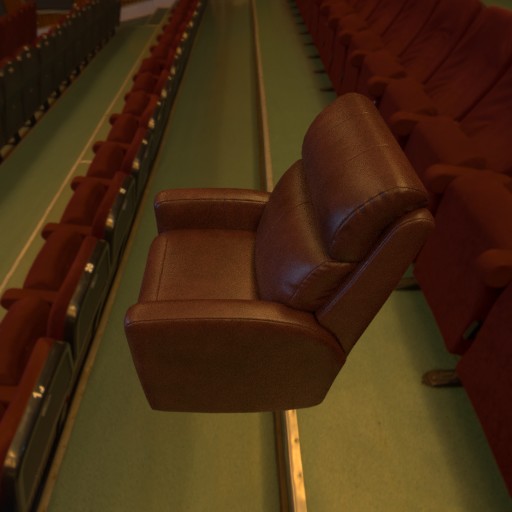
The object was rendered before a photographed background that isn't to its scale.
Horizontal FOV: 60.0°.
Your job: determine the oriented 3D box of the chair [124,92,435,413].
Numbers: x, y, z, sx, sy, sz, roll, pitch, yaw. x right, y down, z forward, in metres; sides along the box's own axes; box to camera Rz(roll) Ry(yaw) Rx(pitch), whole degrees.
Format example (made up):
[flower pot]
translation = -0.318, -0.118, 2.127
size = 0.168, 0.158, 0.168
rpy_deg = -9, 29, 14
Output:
[chair]
translation = 0.000, 0.000, 1.687
size = 0.939, 1.016, 0.787
rpy_deg = -1, 40, -2
